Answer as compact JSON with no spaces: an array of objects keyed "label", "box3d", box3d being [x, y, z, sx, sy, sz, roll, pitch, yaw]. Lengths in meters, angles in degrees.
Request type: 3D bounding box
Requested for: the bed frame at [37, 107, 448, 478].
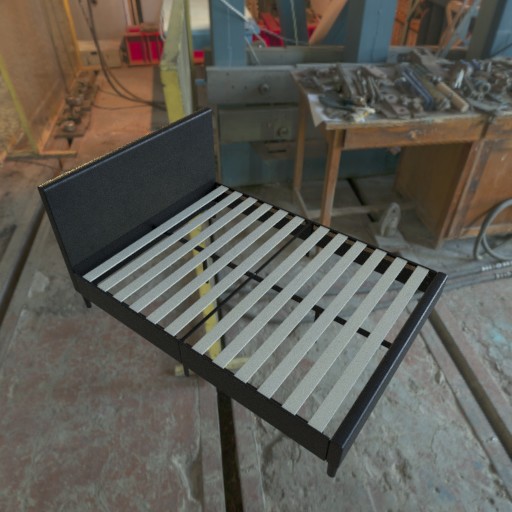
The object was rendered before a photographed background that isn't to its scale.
[{"label":"bed frame","box3d":[0.000,0.000,3.186,2.318,1.127,1.634,26,47,27]}]
